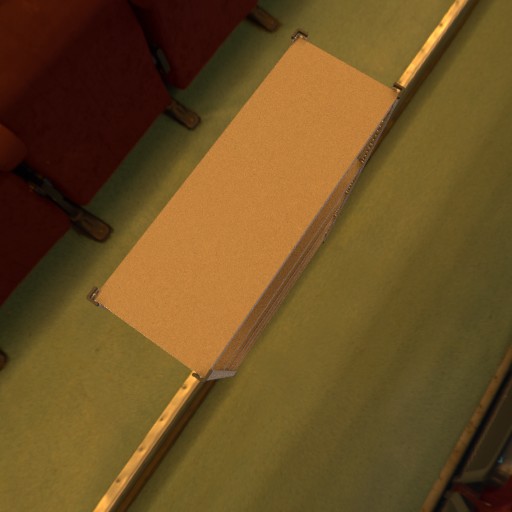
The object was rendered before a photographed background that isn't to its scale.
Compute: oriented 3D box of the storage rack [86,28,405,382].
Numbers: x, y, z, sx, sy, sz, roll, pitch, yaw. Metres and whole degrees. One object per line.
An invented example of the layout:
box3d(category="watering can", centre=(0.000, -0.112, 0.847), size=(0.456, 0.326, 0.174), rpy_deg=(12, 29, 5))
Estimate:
box3d(category="storage rack", centre=(0.000, 0.000, 2.357), size=(0.457, 1.829, 1.219), rpy_deg=(33, 78, 8))
